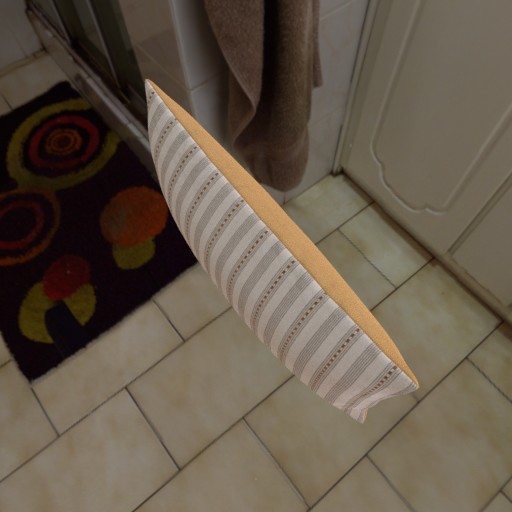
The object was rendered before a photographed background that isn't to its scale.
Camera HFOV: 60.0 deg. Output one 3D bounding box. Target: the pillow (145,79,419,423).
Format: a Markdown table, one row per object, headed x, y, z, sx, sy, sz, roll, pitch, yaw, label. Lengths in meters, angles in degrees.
| x | y | z | sx | sy | sz | roll | pitch | yaw | label |
| --- | --- | --- | --- | --- | --- | --- | --- | --- | --- |
| 0.000 | 0.000 | 0.733 | 0.151 | 0.291 | 0.608 | -34 | 68 | -16 | pillow |
